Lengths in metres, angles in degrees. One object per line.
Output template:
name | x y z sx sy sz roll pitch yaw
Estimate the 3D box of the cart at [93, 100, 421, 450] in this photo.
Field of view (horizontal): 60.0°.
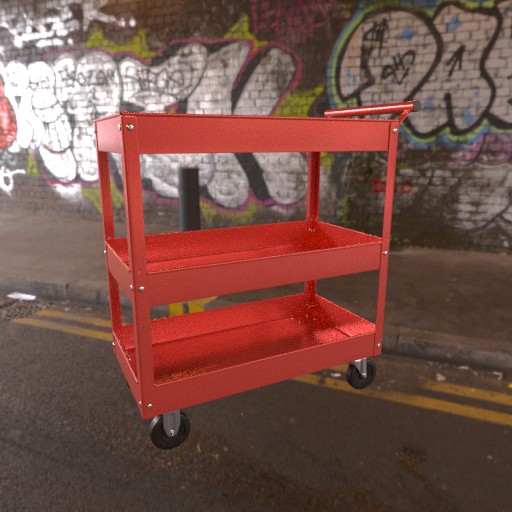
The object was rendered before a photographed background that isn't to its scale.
cart | 0.000 0.000 1.174 0.719 0.780 0.366 -7 16 -26
